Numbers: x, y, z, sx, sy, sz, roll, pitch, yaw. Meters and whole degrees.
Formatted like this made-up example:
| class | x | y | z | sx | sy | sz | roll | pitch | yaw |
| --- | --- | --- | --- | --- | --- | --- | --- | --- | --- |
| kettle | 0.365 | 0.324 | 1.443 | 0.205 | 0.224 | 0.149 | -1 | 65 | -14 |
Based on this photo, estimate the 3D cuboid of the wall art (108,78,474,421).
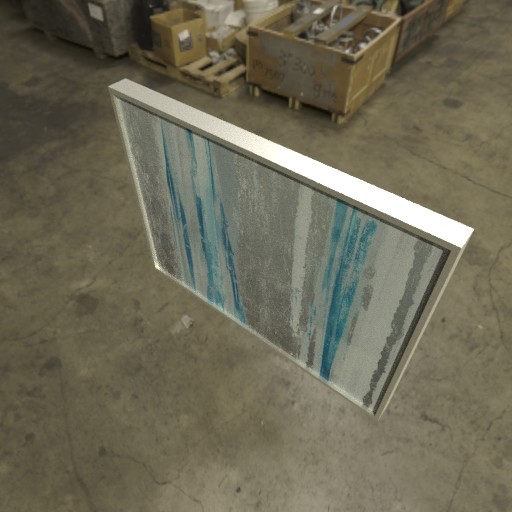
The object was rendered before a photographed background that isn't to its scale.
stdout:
| class | x | y | z | sx | sy | sz | roll | pitch | yaw |
| --- | --- | --- | --- | --- | --- | --- | --- | --- | --- |
| wall art | 0.000 | 0.000 | 1.380 | 1.056 | 0.801 | 0.066 | 30 | 54 | 25 |
